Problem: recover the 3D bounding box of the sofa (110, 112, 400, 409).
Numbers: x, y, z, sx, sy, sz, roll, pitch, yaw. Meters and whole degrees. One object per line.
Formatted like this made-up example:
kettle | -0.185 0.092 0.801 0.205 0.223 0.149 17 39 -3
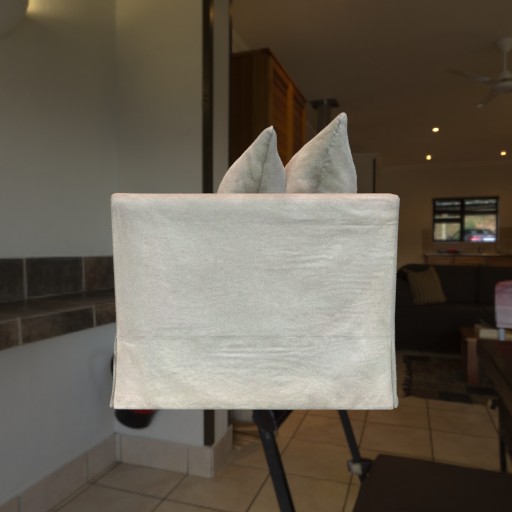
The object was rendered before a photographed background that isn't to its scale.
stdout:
sofa | 0.000 0.000 2.267 1.035 1.040 1.608 0 1 0
